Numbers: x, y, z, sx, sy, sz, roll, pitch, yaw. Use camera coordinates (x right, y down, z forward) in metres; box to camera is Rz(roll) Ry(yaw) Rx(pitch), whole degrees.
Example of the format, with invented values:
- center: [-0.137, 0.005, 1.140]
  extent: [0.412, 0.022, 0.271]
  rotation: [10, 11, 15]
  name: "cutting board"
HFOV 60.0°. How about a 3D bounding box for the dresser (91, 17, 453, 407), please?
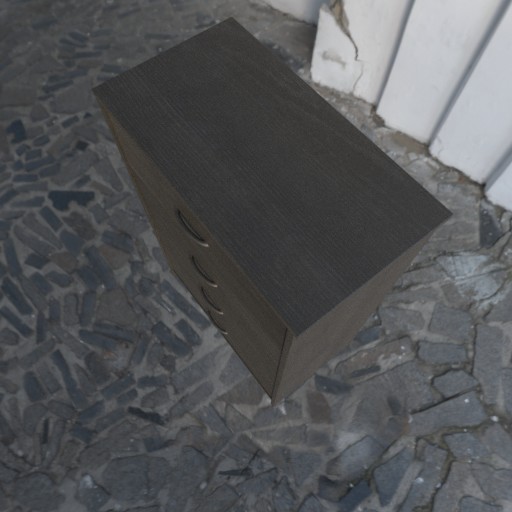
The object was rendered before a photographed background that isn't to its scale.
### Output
- center: [0.000, 0.000, 1.359]
  extent: [0.398, 1.020, 0.700]
  rotation: [-35, 70, -15]
  name: "dresser"
